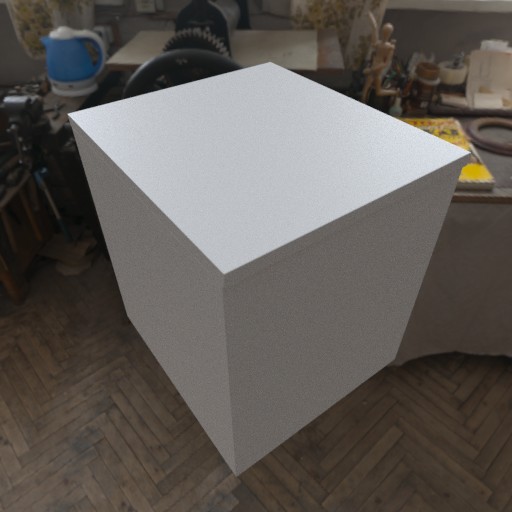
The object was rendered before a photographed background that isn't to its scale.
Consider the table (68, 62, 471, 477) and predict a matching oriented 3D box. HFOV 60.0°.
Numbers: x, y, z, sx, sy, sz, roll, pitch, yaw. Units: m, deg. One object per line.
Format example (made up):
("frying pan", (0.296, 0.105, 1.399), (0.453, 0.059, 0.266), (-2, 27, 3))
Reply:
("table", (0.000, 0.000, 0.763), (0.380, 0.460, 0.420), (-26, 48, -26))
